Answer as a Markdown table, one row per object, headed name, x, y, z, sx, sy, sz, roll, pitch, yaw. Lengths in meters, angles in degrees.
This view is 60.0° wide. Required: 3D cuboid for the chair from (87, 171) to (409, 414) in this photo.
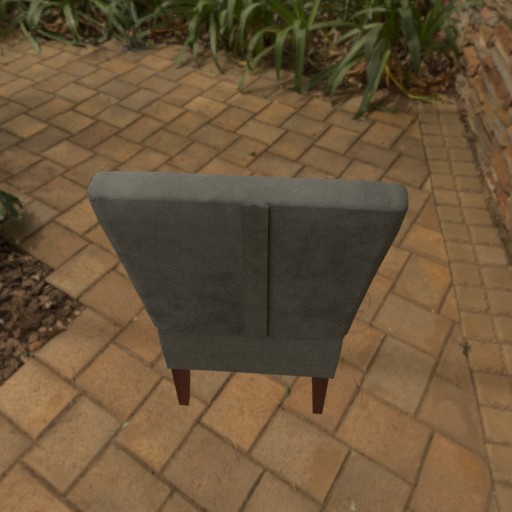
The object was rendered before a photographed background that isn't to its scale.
| name | x | y | z | sx | sy | sz | roll | pitch | yaw |
| --- | --- | --- | --- | --- | --- | --- | --- | --- | --- |
| chair | 0.000 | 0.000 | 1.164 | 0.521 | 0.806 | 0.554 | 3 | 45 | 3 |
